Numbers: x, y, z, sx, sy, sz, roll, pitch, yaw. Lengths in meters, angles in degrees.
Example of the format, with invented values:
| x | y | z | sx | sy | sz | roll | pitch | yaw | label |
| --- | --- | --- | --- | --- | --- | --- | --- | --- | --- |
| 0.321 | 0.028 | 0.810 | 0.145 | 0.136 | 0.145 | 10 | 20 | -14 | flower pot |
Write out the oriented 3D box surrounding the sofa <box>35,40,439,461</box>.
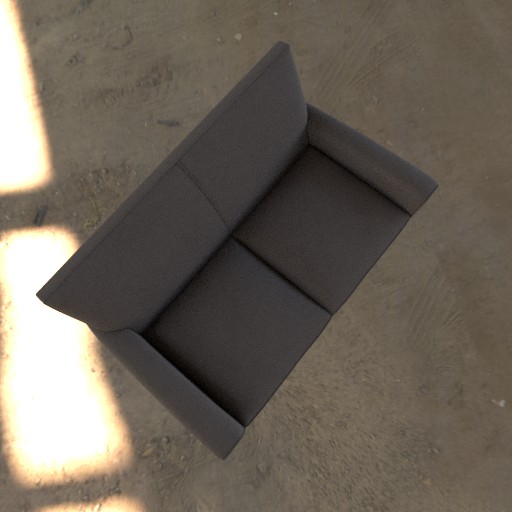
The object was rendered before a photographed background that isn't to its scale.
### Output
| x | y | z | sx | sy | sz | roll | pitch | yaw | label |
| --- | --- | --- | --- | --- | --- | --- | --- | --- | --- |
| 0.000 | 0.000 | 1.976 | 0.871 | 0.846 | 1.420 | 39 | 79 | 9 | sofa |
